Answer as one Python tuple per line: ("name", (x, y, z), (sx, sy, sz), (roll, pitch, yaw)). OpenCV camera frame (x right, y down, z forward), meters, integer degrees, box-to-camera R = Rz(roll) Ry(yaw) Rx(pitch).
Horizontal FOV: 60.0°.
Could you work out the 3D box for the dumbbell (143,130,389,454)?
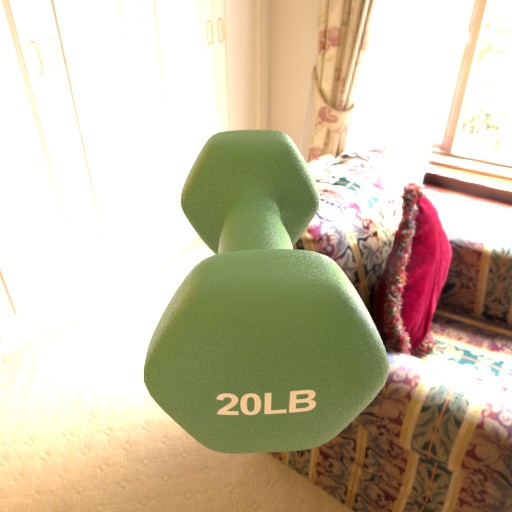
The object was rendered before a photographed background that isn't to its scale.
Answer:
("dumbbell", (0.000, 0.000, 0.313), (0.126, 0.114, 0.257), (-1, 32, -2))
